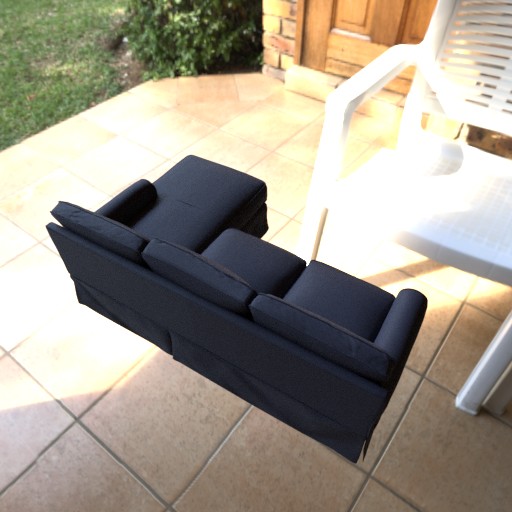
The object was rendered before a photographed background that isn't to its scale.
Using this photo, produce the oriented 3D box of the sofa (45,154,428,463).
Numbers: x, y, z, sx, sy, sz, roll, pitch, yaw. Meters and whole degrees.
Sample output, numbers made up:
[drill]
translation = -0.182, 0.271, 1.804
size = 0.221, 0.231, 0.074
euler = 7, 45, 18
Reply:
[sofa]
translation = 0.000, 0.000, 3.338
size = 2.518, 1.039, 1.637
euler = 24, 51, 21
